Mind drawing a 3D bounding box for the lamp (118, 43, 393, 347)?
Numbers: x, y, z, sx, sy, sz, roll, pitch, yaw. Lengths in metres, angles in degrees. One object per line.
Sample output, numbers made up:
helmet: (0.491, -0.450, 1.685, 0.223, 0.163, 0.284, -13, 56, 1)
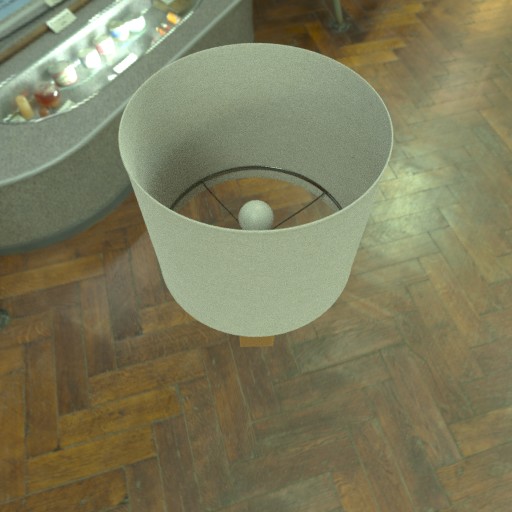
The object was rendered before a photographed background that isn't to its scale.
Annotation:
lamp: (0.000, 0.000, 0.548, 0.229, 0.417, 0.229, -1, 57, -1)
